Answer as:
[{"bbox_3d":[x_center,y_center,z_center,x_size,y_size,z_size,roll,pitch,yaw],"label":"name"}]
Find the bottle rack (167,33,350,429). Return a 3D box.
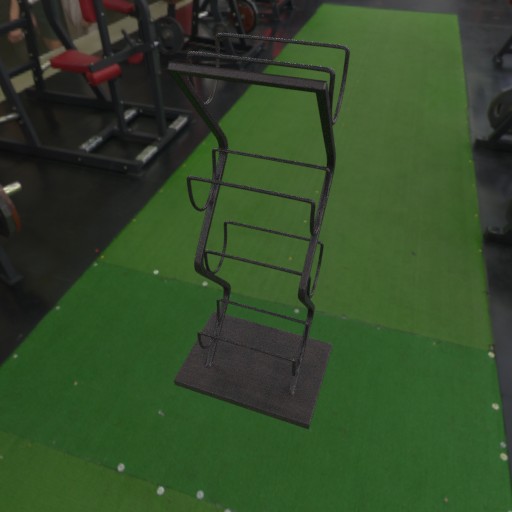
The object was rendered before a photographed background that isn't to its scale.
[{"bbox_3d":[0.000,0.000,0.660,0.254,0.559,0.178,13,43,15],"label":"bottle rack"}]
